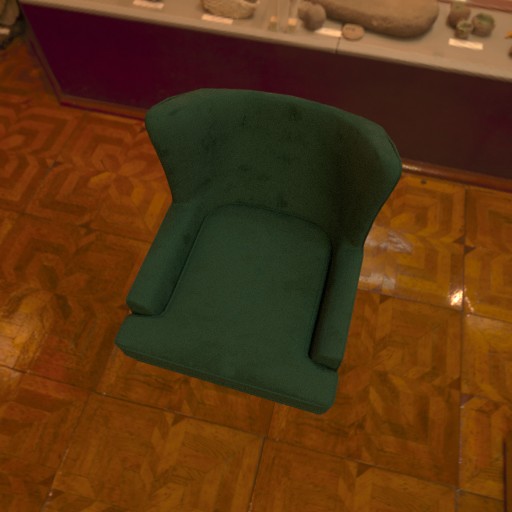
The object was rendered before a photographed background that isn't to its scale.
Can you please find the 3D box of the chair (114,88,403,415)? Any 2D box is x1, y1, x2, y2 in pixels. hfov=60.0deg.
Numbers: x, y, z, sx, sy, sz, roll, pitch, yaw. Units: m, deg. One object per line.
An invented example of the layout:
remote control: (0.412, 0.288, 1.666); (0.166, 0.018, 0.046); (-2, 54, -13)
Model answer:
chair: (0.000, 0.000, 1.653); (0.793, 0.952, 0.910); (14, 61, 8)
